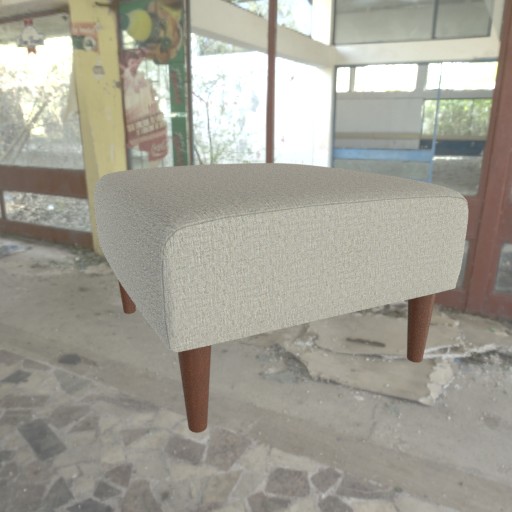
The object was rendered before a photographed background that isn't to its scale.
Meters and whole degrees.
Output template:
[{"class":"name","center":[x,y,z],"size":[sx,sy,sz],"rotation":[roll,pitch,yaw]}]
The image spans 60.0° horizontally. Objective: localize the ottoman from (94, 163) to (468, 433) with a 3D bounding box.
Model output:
[{"class":"ottoman","center":[0.000,0.000,1.049],"size":[0.648,0.399,0.655],"rotation":[-8,18,-26]}]
